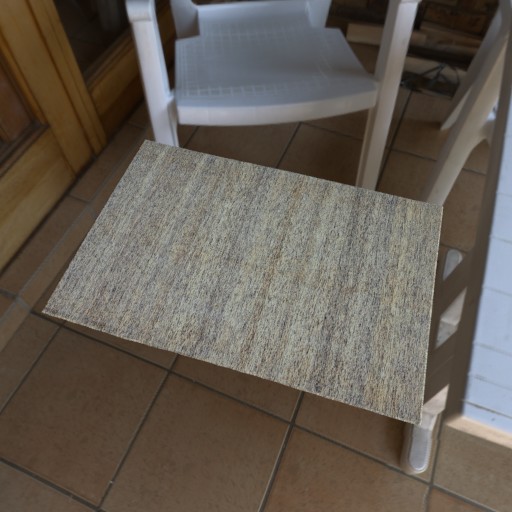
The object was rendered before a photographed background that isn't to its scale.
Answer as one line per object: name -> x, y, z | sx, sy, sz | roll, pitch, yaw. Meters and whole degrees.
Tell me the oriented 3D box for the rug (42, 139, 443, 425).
rug -> 0.000, 0.000, 2.347 | 1.846, 0.014, 1.243 | 14, 60, 9
